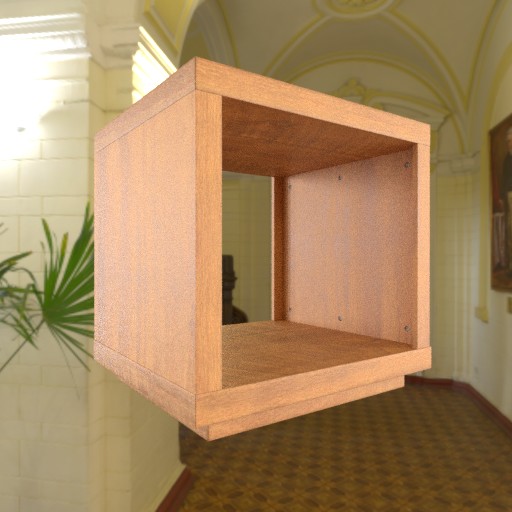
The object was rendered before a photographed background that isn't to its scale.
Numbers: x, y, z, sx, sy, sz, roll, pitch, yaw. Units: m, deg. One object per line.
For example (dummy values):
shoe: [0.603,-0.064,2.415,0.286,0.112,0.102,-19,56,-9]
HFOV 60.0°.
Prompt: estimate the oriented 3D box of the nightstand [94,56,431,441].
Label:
nightstand: [0.000,0.000,0.859,0.493,0.491,0.436,0,0,-36]
